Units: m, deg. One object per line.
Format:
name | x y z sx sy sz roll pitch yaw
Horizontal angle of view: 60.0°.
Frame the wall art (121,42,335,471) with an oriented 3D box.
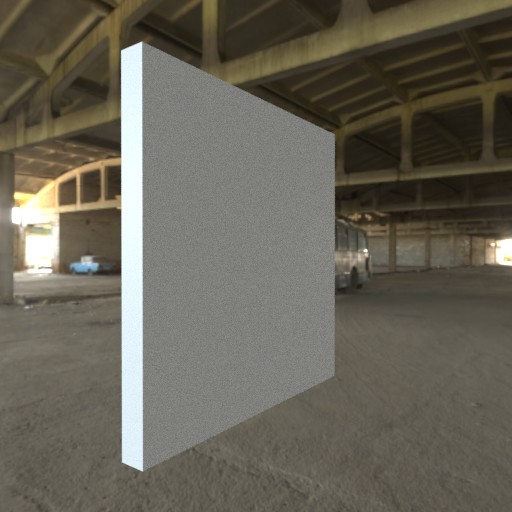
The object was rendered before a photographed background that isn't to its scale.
wall art | 0.000 0.000 0.517 0.027 0.355 0.355 0 0 36
